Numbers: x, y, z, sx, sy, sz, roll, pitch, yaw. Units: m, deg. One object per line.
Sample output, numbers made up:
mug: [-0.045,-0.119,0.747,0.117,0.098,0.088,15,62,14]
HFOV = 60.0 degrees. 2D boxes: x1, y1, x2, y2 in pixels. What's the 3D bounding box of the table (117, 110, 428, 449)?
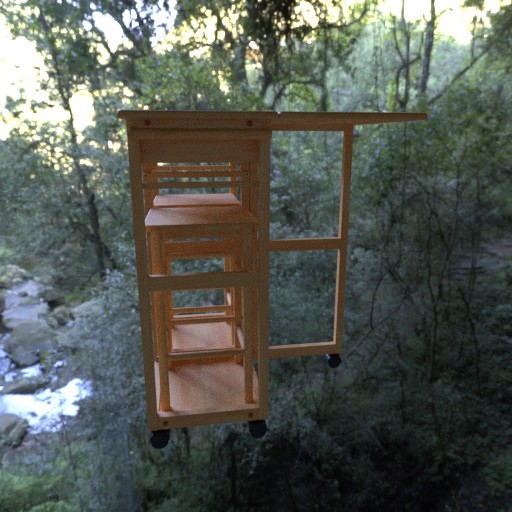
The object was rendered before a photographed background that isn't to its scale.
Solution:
table: [0.000,0.000,1.398,0.693,0.832,0.752,-2,15,-9]
